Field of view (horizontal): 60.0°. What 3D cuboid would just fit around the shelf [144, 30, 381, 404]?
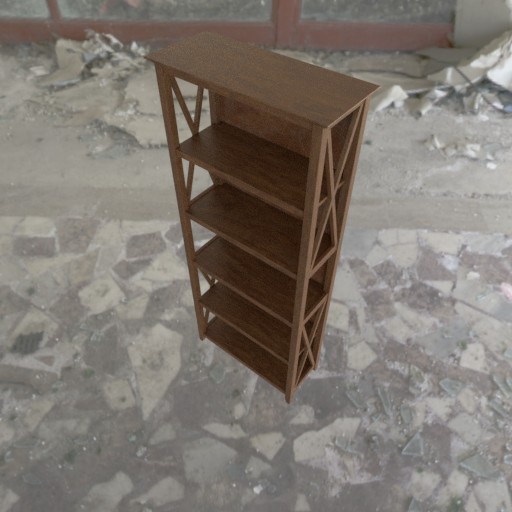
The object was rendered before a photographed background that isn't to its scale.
[{"bbox_3d":[0.000,0.000,2.259,0.805,1.905,0.335,30,53,25],"label":"shelf"}]
